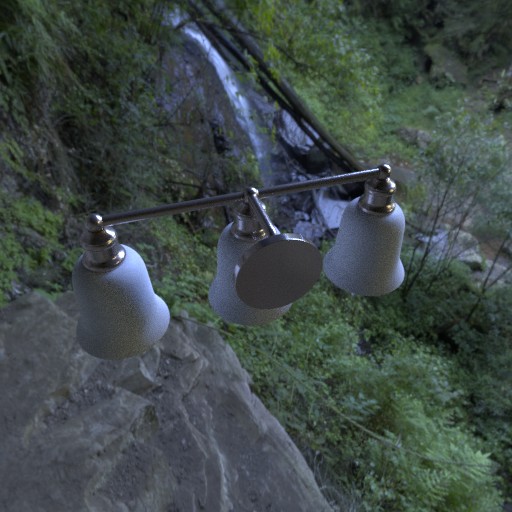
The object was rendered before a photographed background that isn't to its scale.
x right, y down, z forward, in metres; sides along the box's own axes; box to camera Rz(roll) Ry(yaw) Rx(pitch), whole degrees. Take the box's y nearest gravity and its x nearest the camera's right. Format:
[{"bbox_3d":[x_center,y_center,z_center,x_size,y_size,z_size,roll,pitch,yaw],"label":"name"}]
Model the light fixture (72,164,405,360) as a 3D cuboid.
[{"bbox_3d":[0.000,0.000,0.667,0.570,0.211,0.198,-12,42,-13],"label":"light fixture"}]
